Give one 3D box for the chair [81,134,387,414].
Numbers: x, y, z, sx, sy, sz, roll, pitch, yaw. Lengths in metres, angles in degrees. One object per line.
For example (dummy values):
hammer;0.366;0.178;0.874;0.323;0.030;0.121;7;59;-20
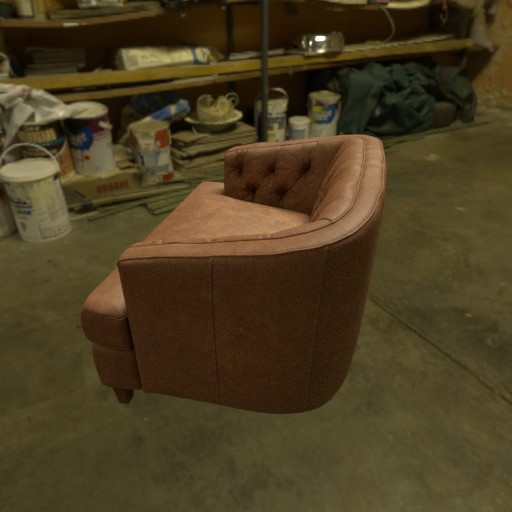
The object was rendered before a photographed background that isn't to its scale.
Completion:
chair;0.000;0.000;1.783;0.911;0.836;1.119;8;32;13
